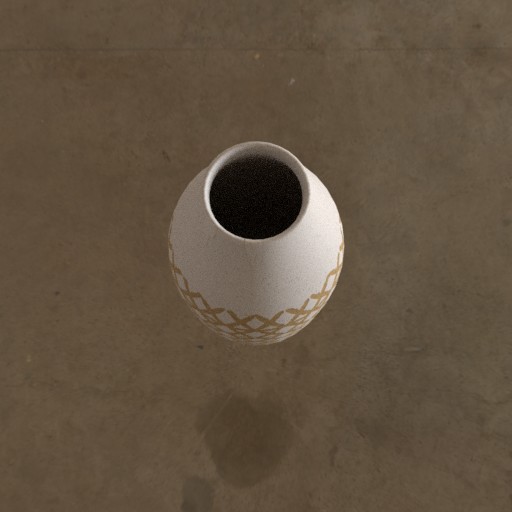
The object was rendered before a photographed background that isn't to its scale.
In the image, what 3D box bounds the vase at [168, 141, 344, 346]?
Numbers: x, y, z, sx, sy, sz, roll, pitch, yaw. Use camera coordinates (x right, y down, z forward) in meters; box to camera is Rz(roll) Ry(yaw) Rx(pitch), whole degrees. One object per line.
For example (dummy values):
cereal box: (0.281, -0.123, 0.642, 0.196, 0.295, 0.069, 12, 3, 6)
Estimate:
vase: (0.000, 0.000, 0.484, 0.186, 0.380, 0.186, 0, 77, 0)
